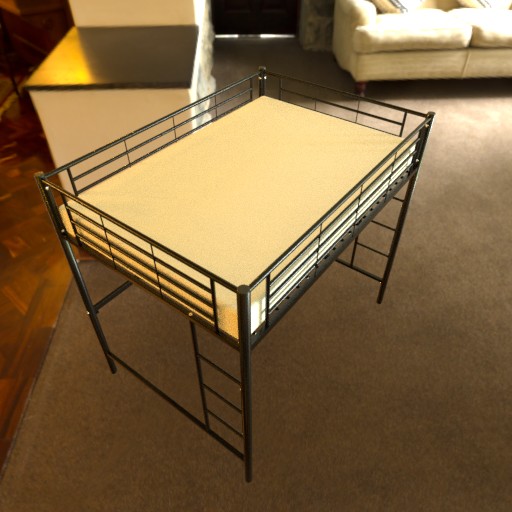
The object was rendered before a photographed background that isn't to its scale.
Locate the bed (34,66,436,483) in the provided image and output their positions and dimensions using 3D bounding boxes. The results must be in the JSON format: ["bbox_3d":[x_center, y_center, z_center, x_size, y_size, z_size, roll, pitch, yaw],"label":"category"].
[{"bbox_3d":[0.000,0.000,3.164,1.397,1.803,1.994,27,49,27],"label":"bed"}]
